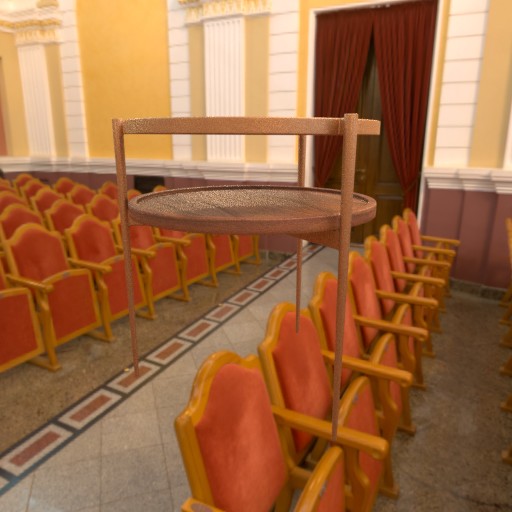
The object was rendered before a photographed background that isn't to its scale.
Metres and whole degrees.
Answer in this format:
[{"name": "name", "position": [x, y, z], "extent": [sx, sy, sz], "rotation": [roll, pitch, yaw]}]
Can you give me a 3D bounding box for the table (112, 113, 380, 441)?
[{"name": "table", "position": [0.000, 0.000, 0.834], "extent": [0.430, 0.493, 0.456], "rotation": [8, 17, 27]}]
